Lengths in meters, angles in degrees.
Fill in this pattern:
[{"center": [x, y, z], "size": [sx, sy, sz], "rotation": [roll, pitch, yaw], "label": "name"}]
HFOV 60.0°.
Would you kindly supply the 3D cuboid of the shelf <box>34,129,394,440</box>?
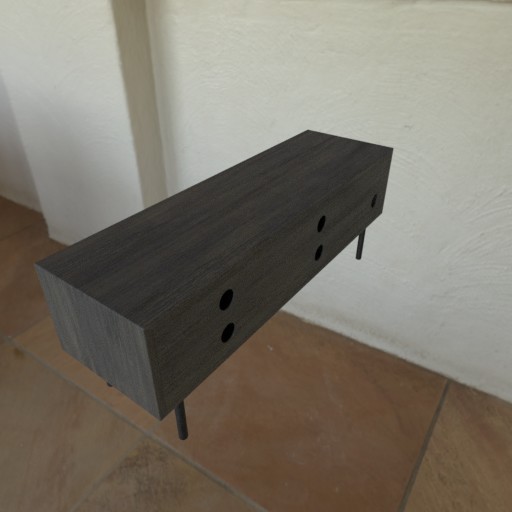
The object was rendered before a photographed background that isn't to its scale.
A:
[{"center": [0.000, 0.000, 1.555], "size": [0.400, 0.495, 1.300], "rotation": [22, 39, 30], "label": "shelf"}]
